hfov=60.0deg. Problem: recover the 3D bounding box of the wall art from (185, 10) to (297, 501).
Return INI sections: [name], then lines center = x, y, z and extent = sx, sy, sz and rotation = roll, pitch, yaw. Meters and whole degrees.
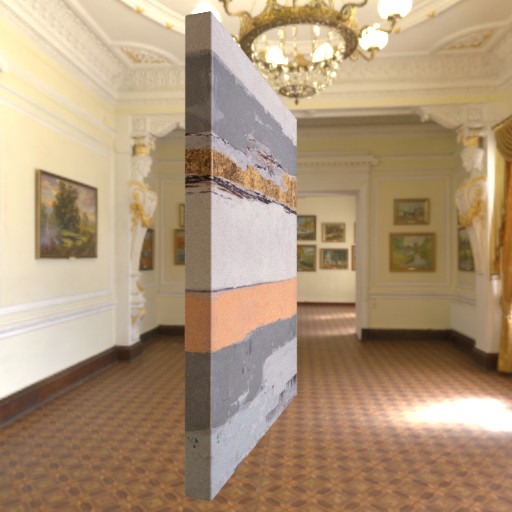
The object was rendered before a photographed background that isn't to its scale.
[wall art]
center = 0.000, 0.000, 0.769
extent = 0.038, 0.609, 0.456
rotation = 0, 0, 19
